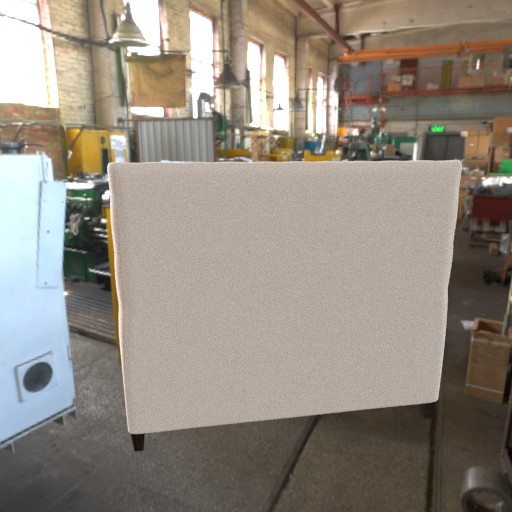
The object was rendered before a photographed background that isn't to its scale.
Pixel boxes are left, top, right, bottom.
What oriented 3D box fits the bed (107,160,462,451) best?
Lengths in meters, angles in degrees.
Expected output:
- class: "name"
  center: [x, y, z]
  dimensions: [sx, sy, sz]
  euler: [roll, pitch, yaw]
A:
- class: "bed"
  center: [0.000, 0.000, 3.240]
  dimensions: [1.696, 1.426, 2.233]
  euler: [-2, 14, -10]
